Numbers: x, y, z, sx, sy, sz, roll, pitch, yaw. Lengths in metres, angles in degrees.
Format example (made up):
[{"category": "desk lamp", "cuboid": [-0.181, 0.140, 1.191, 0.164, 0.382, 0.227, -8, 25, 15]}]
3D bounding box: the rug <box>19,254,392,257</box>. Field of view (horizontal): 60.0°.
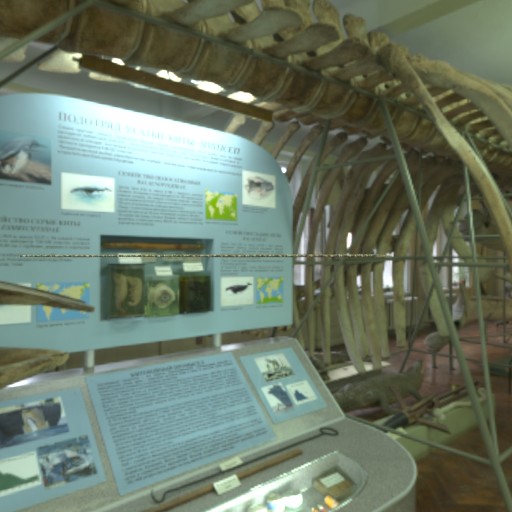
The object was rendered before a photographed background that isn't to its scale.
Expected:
[{"category": "rug", "cuboid": [0.000, 0.000, 4.276, 2.431, 0.017, 3.291, 0, 0, 18]}]
